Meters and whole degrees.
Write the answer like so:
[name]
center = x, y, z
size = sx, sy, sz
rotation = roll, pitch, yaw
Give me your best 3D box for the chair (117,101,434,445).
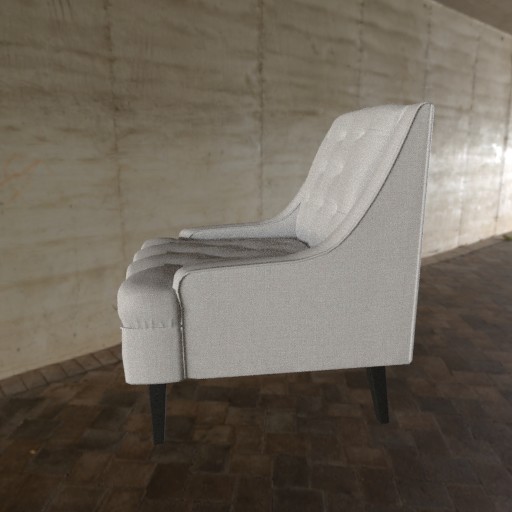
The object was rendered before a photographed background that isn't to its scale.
[chair]
center = 0.000, 0.000, 1.393
size = 0.772, 0.891, 0.658
rotation = -2, 13, -8
